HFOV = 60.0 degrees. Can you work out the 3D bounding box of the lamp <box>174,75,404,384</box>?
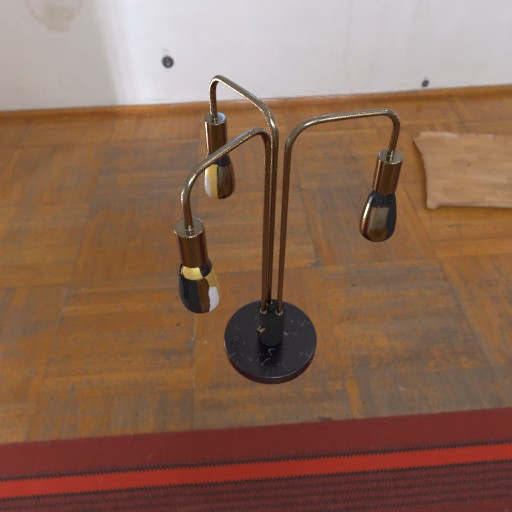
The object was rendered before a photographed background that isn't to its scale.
[{"bbox_3d":[0.000,0.000,0.804,0.355,0.560,0.368,32,55,26],"label":"lamp"}]
